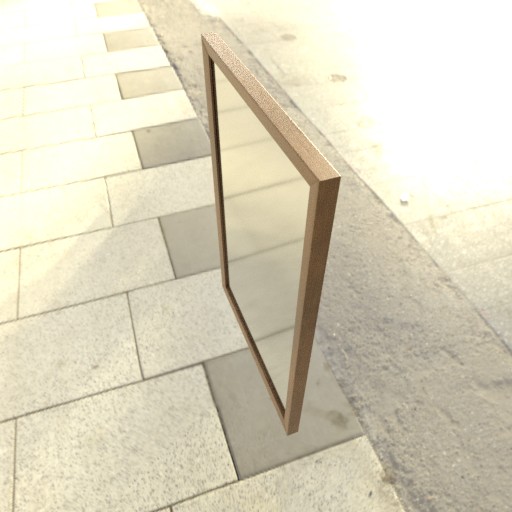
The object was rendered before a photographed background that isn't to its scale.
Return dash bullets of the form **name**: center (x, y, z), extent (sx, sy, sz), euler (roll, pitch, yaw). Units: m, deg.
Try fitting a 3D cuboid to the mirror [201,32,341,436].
- **mirror**: center (0.000, 0.000, 1.169), extent (0.040, 0.915, 0.609), euler (-16, 48, -14)
